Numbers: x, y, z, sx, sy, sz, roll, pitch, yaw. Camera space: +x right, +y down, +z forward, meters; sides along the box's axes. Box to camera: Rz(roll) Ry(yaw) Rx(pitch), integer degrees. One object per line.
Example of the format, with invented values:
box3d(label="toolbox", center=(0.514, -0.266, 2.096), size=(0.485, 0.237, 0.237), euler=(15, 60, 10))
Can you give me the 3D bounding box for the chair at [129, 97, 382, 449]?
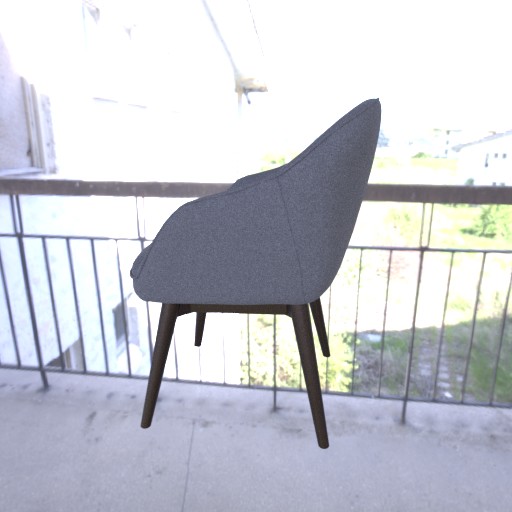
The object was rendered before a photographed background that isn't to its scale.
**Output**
box3d(label="chair", center=(0.000, 0.000, 1.221), size=(0.611, 0.810, 0.589), euler=(3, 15, 9))
